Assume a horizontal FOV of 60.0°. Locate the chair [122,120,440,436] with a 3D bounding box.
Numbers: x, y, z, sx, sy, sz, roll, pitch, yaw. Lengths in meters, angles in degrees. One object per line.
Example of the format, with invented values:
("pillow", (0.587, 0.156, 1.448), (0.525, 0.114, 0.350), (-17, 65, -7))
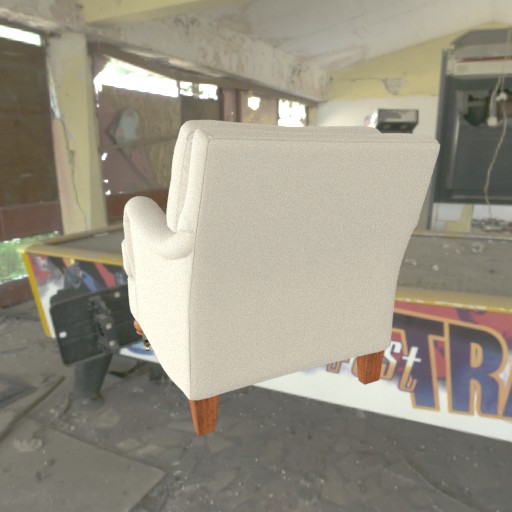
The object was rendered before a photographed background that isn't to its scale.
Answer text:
("chair", (0.000, 0.000, 1.860), (0.955, 1.038, 1.070), (-7, 14, -27))
